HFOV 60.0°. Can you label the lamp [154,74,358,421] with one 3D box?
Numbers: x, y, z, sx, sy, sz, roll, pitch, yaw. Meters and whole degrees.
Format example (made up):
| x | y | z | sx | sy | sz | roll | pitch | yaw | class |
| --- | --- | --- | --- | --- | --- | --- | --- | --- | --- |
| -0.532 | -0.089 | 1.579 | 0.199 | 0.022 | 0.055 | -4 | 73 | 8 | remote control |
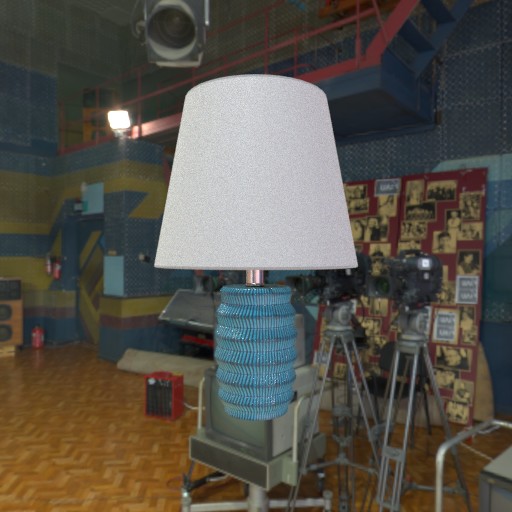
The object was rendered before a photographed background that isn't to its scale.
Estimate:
| x | y | z | sx | sy | sz | roll | pitch | yaw | class |
| --- | --- | --- | --- | --- | --- | --- | --- | --- | --- |
| 0.000 | 0.000 | 0.567 | 0.254 | 0.392 | 0.254 | 0 | 0 | 0 | lamp |
